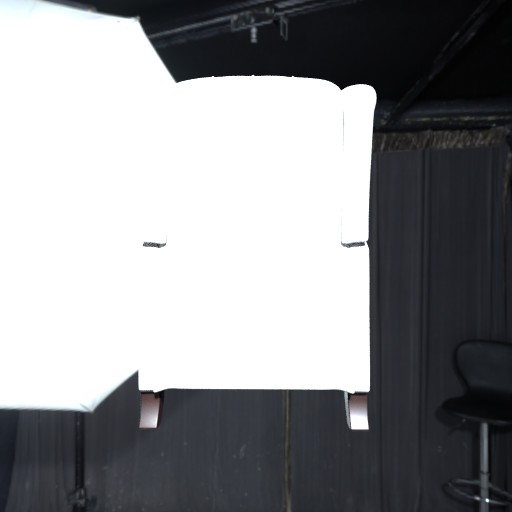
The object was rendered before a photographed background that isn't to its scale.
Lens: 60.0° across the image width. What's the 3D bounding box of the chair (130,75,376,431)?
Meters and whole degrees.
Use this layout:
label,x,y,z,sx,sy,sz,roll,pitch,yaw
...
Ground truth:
label,x,y,z,sx,sy,sz,roll,pitch,yaw
chair,0.000,0.000,1.632,0.742,1.035,0.902,0,-2,1
